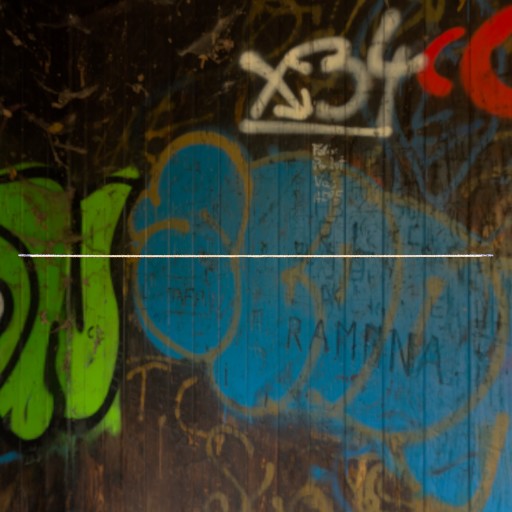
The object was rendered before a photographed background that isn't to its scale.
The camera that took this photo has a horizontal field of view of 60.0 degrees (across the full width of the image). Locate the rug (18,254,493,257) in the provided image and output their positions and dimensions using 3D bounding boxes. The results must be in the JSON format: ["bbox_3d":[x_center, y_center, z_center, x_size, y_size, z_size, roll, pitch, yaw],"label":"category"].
[{"bbox_3d":[0.000,0.000,4.373,3.416,0.016,2.471,0,0,0],"label":"rug"}]
